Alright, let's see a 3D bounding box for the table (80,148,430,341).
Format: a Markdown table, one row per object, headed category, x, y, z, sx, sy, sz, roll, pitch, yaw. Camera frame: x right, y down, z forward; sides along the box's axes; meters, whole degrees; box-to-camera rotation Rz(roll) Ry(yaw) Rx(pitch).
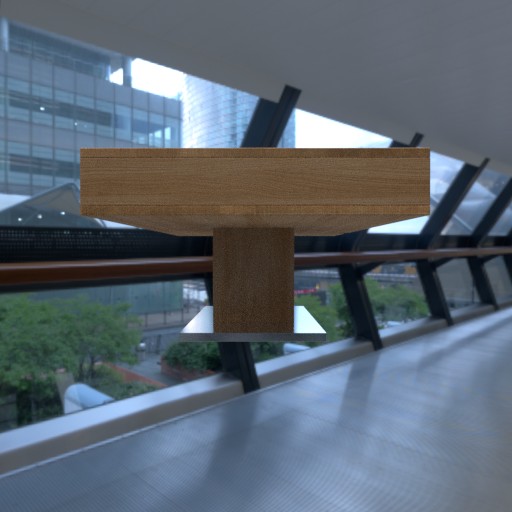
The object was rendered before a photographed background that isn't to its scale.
| category | x | y | z | sx | sy | sz | roll | pitch | yaw |
| --- | --- | --- | --- | --- | --- | --- | --- | --- | --- |
| table | 0.000 | 0.000 | 1.435 | 0.700 | 0.440 | 1.100 | 0 | 0 | 0 |
